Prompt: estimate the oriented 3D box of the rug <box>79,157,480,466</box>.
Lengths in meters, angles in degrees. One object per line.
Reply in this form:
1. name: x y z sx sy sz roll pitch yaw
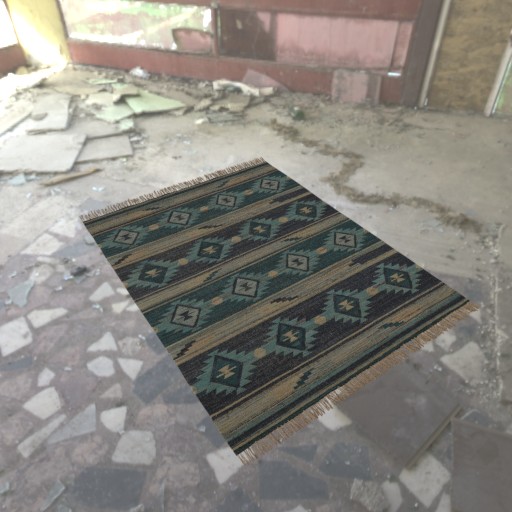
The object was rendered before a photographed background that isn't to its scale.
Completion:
1. rug: 0.000 0.000 4.289 2.418 0.047 3.307 -24 45 -26
